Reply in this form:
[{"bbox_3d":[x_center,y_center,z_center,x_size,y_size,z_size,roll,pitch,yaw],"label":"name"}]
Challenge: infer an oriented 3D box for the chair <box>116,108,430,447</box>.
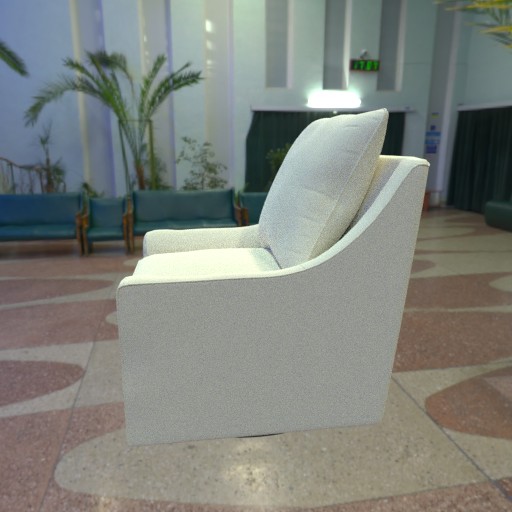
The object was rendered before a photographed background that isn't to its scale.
[{"bbox_3d":[0.000,0.000,1.567,0.876,0.965,0.756,-2,14,-8],"label":"chair"}]
